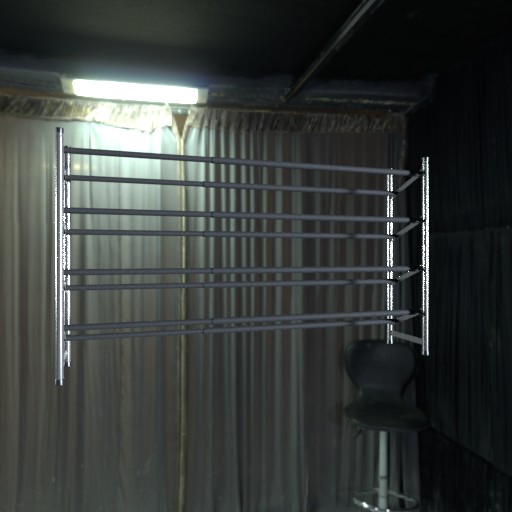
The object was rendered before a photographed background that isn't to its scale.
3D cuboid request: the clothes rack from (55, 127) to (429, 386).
[{"bbox_3d":[0.000,0.000,1.431,1.168,0.672,0.229,0,0,-18],"label":"clothes rack"}]
